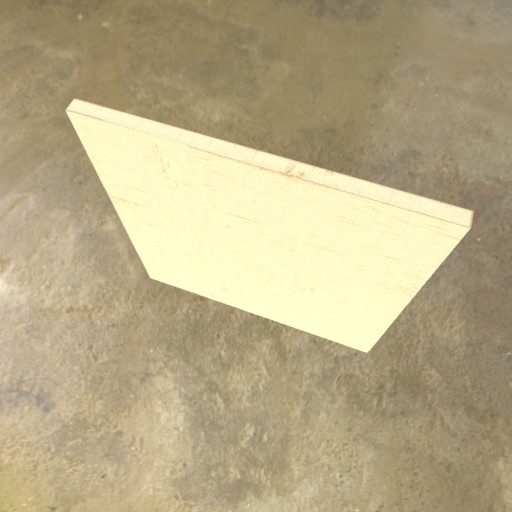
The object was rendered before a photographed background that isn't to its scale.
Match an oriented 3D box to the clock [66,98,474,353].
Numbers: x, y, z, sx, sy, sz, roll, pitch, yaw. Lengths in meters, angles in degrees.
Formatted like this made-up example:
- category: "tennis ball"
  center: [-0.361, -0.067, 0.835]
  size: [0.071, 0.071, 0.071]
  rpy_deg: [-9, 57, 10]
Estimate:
- category: "clock"
  center: [0.000, 0.000, 1.046]
  size: [0.705, 0.705, 0.032]
  rpy_deg: [18, 64, 9]
